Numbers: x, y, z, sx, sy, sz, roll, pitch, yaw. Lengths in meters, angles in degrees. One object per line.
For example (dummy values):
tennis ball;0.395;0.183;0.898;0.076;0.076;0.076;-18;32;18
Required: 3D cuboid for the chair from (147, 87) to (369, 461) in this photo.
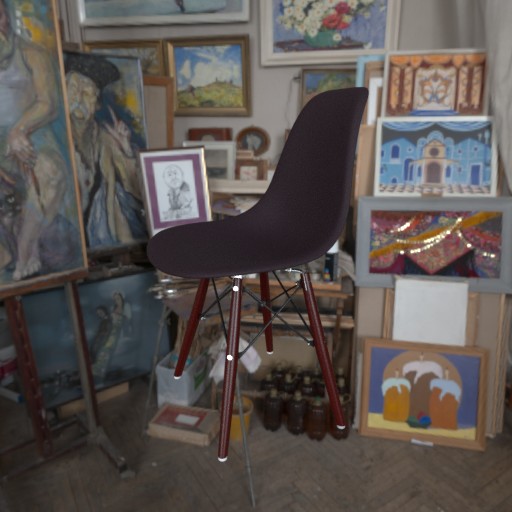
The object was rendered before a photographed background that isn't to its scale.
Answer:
chair;0.000;0.000;1.139;0.533;0.826;0.470;-8;18;-25
